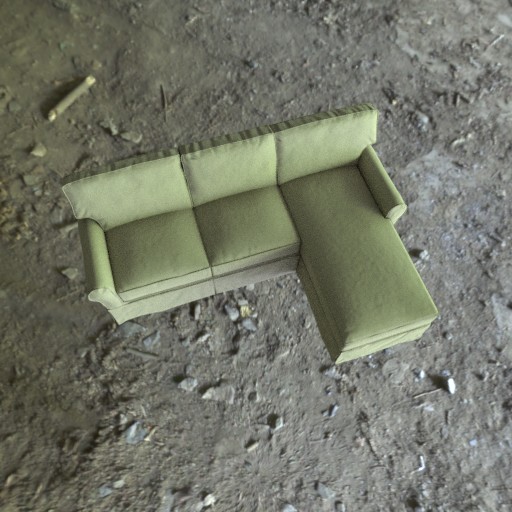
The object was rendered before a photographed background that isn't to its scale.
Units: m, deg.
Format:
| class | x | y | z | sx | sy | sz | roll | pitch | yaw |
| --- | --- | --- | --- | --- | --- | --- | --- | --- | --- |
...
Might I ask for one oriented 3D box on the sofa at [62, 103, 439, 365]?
| class | x | y | z | sx | sy | sz | roll | pitch | yaw |
| --- | --- | --- | --- | --- | --- | --- | --- | --- | --- |
| sofa | 0.000 | 0.000 | 3.338 | 2.475 | 0.978 | 1.733 | -16 | 64 | -8 |
